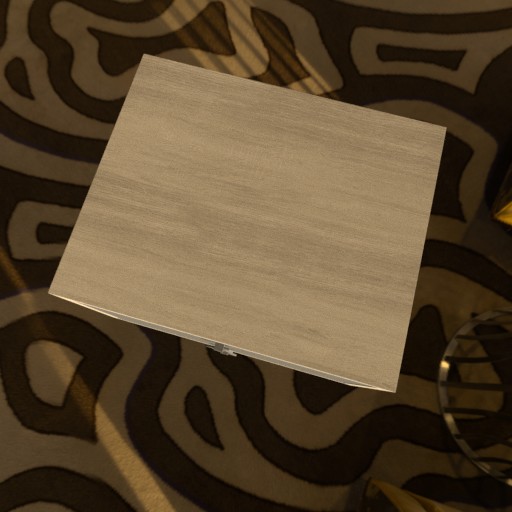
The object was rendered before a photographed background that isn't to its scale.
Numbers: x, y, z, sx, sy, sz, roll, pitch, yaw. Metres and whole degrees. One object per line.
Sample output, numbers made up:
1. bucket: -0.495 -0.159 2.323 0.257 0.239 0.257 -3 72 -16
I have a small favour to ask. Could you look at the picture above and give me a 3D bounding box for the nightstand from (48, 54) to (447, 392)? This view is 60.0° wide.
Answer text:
1. nightstand: 0.000 0.000 0.835 0.450 0.500 0.380 15 76 4
